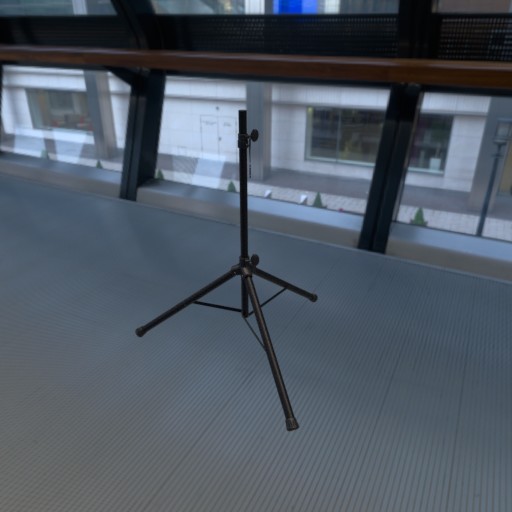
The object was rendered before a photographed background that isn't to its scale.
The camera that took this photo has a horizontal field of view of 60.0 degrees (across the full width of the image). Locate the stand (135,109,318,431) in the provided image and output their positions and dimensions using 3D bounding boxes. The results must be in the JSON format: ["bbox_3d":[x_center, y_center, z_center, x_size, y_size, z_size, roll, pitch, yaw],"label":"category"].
[{"bbox_3d":[0.000,0.000,1.862,1.045,1.136,0.907,-8,27,-17],"label":"stand"}]
